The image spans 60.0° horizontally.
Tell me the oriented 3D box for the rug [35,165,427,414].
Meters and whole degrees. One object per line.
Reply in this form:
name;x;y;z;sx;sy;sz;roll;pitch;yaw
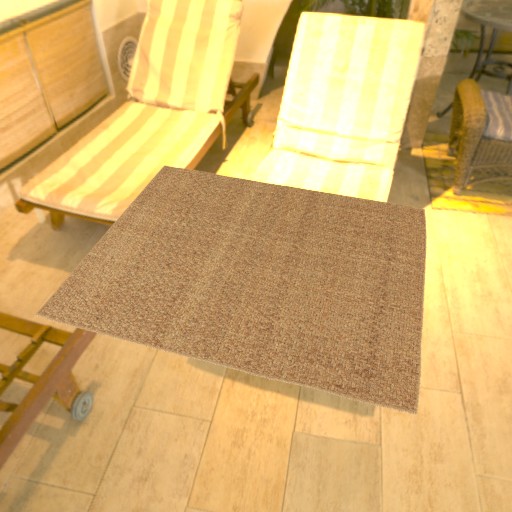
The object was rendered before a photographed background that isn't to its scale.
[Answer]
rug;0.000;0.000;4.140;3.048;0.013;2.439;12;44;12
